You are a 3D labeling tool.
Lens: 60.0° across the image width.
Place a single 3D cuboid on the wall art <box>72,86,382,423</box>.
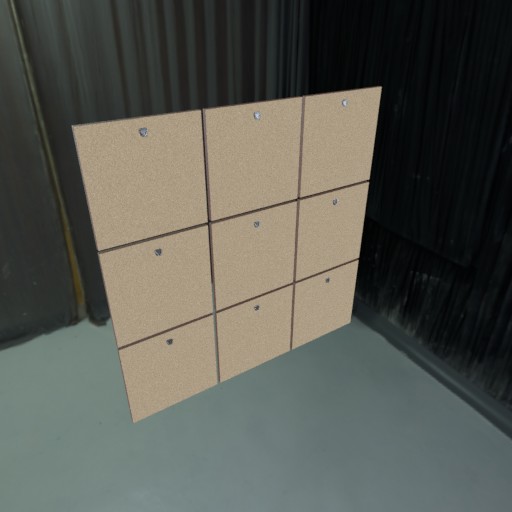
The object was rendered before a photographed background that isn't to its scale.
[{"bbox_3d":[0.000,0.000,1.358,0.906,0.904,0.018,-18,34,-28],"label":"wall art"}]
